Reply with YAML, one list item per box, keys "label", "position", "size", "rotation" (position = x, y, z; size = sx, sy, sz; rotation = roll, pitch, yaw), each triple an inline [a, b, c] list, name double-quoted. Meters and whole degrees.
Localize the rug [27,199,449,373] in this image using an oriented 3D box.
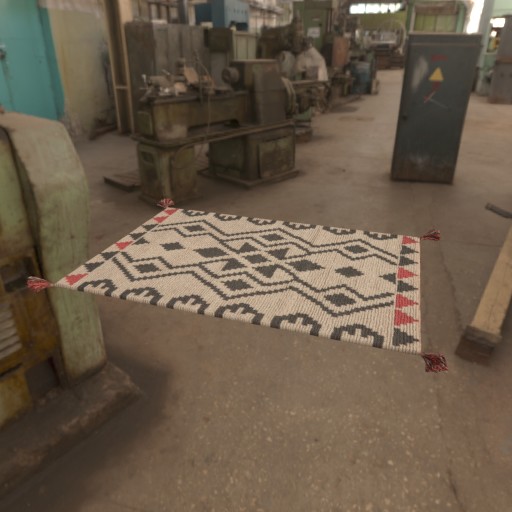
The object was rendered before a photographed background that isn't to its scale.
- label: "rug"
  position: [0.000, 0.000, 2.584]
  size: [2.069, 0.067, 1.444]
  rotation: [8, 27, 16]
